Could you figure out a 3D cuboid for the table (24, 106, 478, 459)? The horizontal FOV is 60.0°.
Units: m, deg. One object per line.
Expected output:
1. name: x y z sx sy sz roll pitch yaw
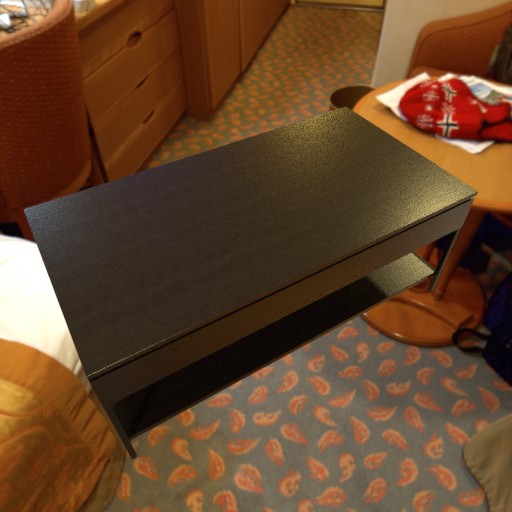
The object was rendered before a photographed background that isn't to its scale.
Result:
1. table: 0.000 0.000 1.358 1.095 0.435 0.574 -23 50 -21
